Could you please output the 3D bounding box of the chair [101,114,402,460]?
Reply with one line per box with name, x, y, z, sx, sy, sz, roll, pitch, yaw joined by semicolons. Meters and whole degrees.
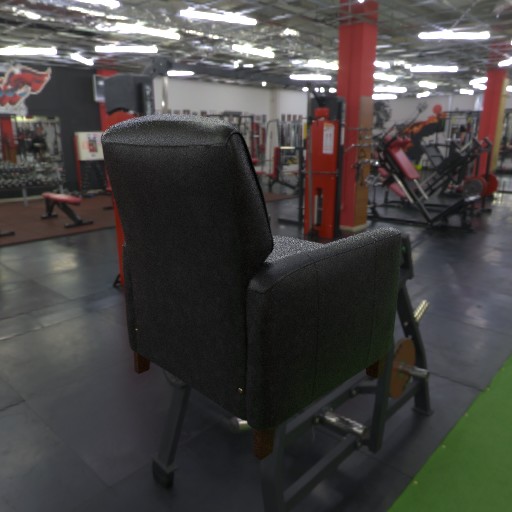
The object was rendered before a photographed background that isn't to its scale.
chair;0.000;0.000;1.702;0.864;1.014;0.848;-15;21;-43
